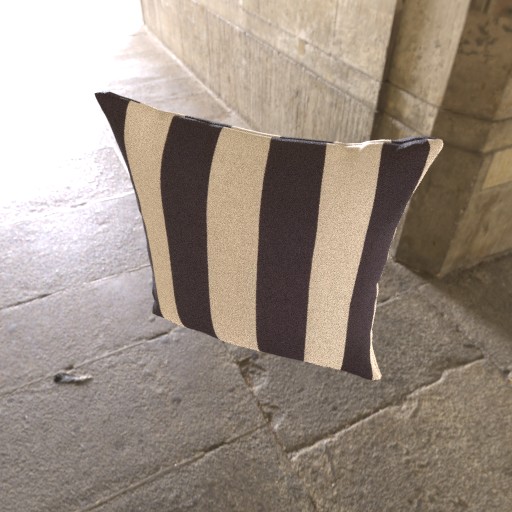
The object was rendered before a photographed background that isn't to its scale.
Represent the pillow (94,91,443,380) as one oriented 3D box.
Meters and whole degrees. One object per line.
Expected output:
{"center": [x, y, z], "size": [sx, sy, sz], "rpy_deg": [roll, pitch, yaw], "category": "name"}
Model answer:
{"center": [0.000, 0.000, 0.794], "size": [0.536, 0.526, 0.189], "rpy_deg": [12, 43, 14], "category": "pillow"}
